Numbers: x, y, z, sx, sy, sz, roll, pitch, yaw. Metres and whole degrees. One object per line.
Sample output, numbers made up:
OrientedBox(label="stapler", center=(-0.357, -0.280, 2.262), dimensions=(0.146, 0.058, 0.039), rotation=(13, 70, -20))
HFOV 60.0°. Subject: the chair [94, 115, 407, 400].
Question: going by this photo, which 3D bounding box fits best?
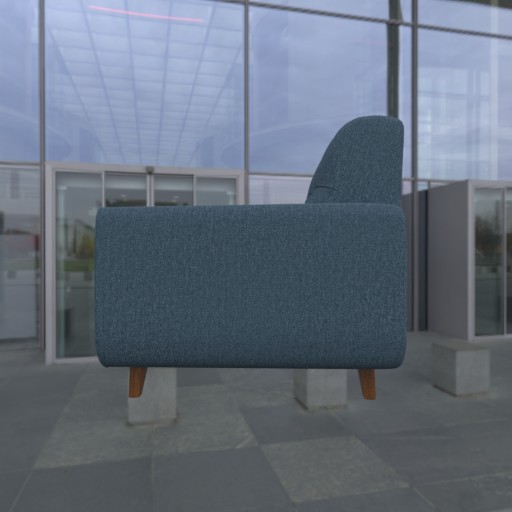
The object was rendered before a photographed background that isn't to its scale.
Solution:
OrientedBox(label="chair", center=(0.000, 0.000, 1.734), dimensions=(0.964, 0.940, 0.880), rotation=(0, 0, 1))
